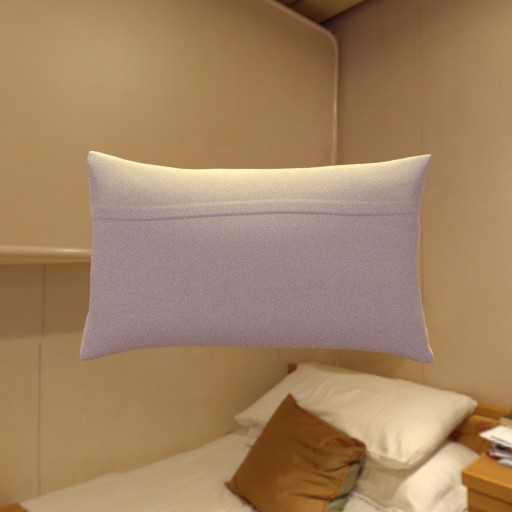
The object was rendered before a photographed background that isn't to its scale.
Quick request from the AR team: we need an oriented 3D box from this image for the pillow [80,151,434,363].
[{"bbox_3d":[0.000,0.000,0.639,0.506,0.305,0.139,0,-2,1],"label":"pillow"}]
